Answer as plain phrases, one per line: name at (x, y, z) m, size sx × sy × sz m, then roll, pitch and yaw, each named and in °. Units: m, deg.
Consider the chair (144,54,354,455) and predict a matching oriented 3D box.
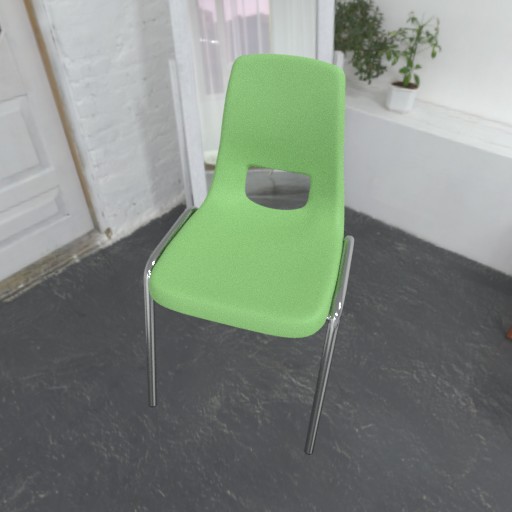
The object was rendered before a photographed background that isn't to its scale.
chair at (0.000, 0.000, 0.898) m, size 0.381 × 0.653 × 0.436 m, roll 12°, pitch 44°, yaw 13°
